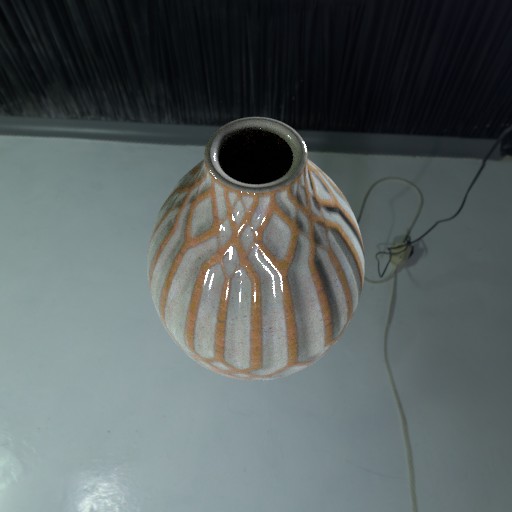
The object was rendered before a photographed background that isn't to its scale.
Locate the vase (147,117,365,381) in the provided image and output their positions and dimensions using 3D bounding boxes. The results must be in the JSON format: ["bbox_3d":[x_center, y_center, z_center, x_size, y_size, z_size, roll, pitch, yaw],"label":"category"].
[{"bbox_3d":[0.000,0.000,0.264,0.131,0.175,0.131,0,59,0],"label":"vase"}]
